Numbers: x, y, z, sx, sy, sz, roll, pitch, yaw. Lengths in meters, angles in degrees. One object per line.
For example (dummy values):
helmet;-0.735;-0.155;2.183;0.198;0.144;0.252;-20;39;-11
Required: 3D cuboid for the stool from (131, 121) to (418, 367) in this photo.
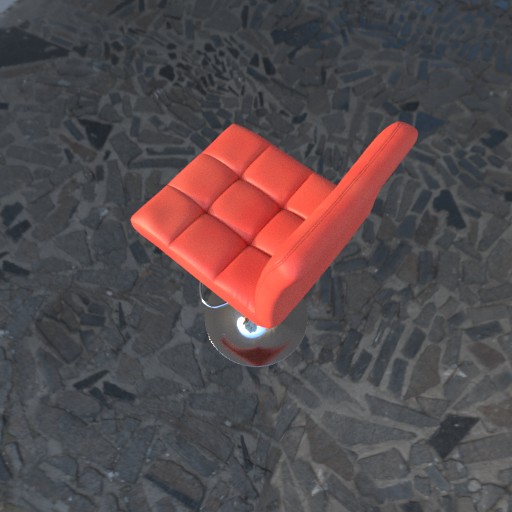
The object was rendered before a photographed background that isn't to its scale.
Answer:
stool;0.000;0.000;1.334;0.505;1.115;0.430;36;69;16
